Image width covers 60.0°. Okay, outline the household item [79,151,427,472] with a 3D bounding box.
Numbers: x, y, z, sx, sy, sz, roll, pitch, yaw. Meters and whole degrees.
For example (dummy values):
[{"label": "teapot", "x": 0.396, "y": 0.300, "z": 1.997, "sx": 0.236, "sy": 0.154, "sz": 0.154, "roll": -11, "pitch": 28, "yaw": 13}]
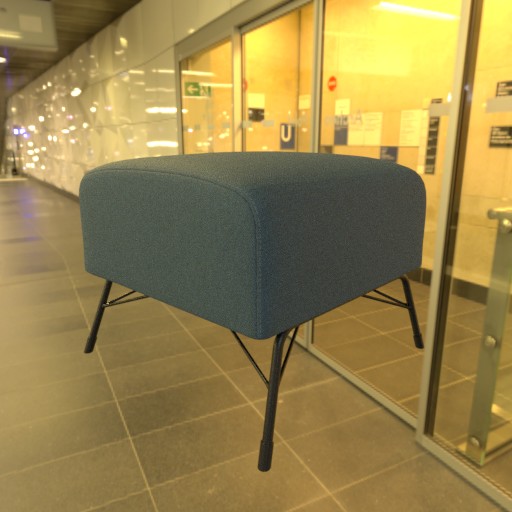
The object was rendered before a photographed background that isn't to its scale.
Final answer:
[{"label": "household item", "x": 0.000, "y": 0.000, "z": 0.914, "sx": 0.530, "sy": 0.420, "sz": 0.530, "roll": 13, "pitch": 20, "yaw": 42}]
